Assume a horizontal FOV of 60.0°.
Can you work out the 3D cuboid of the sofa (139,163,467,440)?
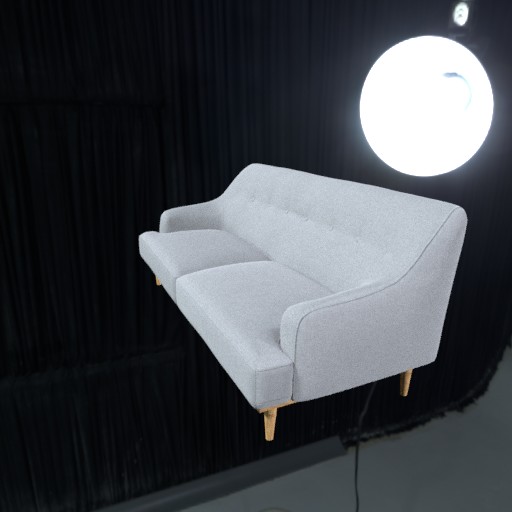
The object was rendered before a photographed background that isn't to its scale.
[{"bbox_3d":[0.000,0.000,2.553,0.978,0.871,2.057,-8,19,-24],"label":"sofa"}]
